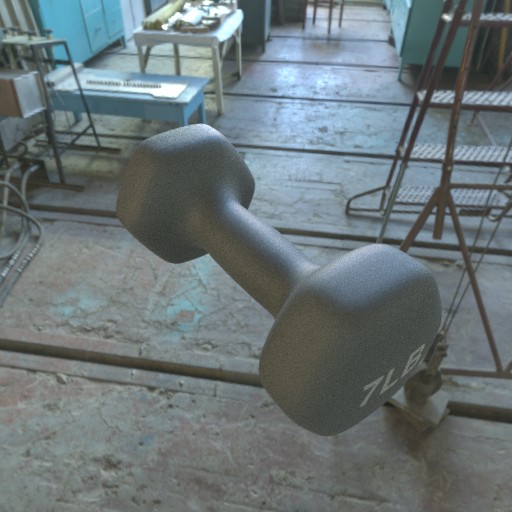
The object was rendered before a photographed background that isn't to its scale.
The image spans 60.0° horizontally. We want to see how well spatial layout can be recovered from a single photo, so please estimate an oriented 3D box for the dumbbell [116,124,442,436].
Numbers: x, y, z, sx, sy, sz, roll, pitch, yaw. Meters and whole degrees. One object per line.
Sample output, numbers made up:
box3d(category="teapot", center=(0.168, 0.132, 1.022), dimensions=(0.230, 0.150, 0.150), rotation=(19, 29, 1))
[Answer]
box3d(category="dumbbell", center=(0.000, 0.000, 0.232), dimensions=(0.090, 0.081, 0.184), rotation=(-25, 47, -26))
